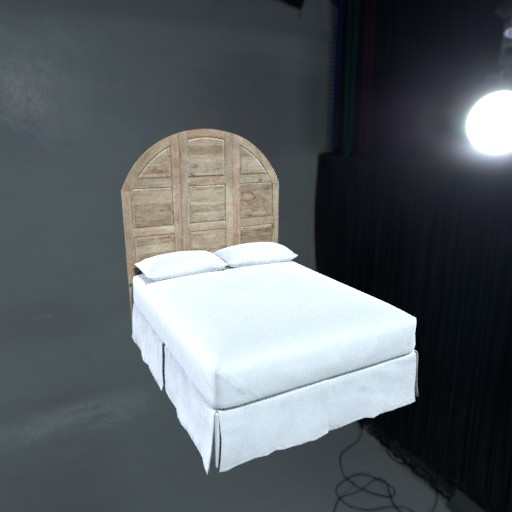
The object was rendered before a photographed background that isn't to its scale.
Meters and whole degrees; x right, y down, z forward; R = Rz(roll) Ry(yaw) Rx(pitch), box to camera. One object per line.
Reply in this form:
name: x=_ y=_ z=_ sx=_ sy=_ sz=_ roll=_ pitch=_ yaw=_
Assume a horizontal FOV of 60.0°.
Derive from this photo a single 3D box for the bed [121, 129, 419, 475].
bed: x=0.000 y=0.000 z=3.569 sx=1.713 sy=2.002 sz=2.112 roll=-8 pitch=17 yaw=-27
